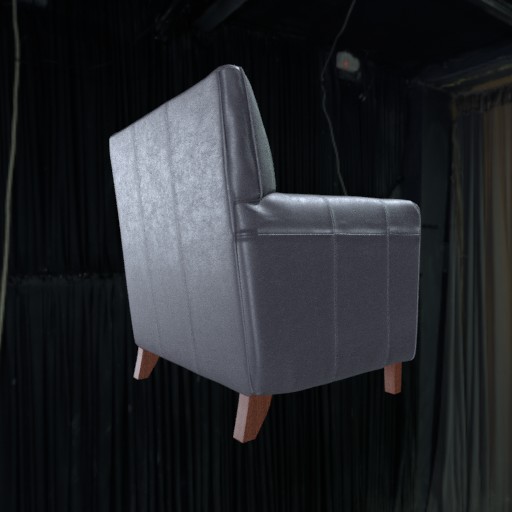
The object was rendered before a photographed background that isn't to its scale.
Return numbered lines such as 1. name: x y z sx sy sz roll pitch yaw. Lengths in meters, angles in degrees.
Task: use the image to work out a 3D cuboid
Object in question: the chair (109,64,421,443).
1. chair: 0.000 0.000 1.613 0.825 0.943 0.870 0 1 -37
